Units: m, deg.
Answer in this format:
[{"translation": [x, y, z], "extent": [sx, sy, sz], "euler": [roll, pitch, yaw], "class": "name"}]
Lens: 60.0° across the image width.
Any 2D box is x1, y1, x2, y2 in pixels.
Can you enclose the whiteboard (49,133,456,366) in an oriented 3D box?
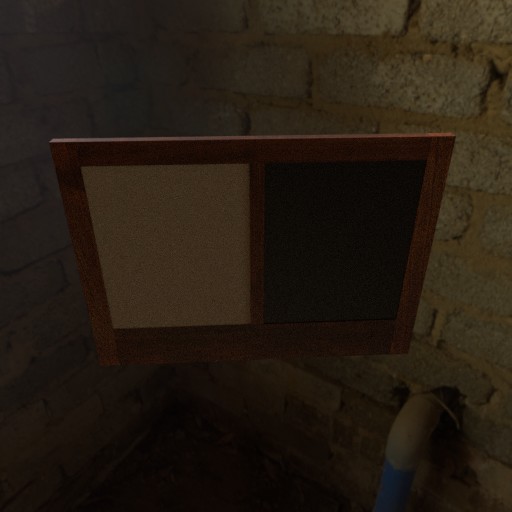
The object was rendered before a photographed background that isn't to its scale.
[{"translation": [0.000, 0.000, 1.007], "extent": [0.768, 0.553, 0.083], "euler": [-2, 29, -3], "class": "whiteboard"}]
